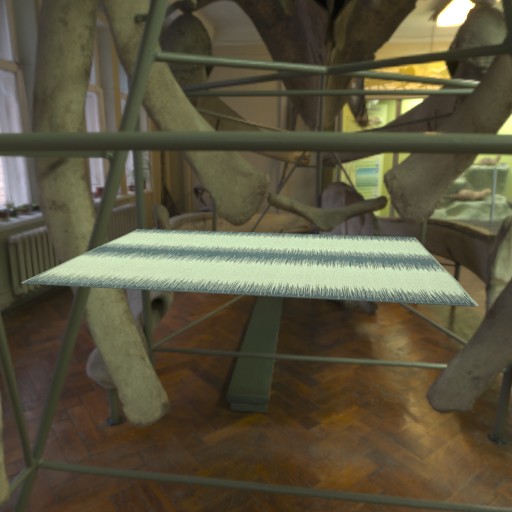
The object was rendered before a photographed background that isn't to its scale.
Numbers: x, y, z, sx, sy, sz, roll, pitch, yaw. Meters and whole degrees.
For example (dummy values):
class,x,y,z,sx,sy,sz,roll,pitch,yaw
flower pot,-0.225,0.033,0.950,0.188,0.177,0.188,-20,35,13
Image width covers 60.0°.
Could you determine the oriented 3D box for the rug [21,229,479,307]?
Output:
class,x,y,z,sx,sy,sz,roll,pitch,yaw
rug,0.000,0.000,2.348,1.854,0.006,1.234,2,14,8
